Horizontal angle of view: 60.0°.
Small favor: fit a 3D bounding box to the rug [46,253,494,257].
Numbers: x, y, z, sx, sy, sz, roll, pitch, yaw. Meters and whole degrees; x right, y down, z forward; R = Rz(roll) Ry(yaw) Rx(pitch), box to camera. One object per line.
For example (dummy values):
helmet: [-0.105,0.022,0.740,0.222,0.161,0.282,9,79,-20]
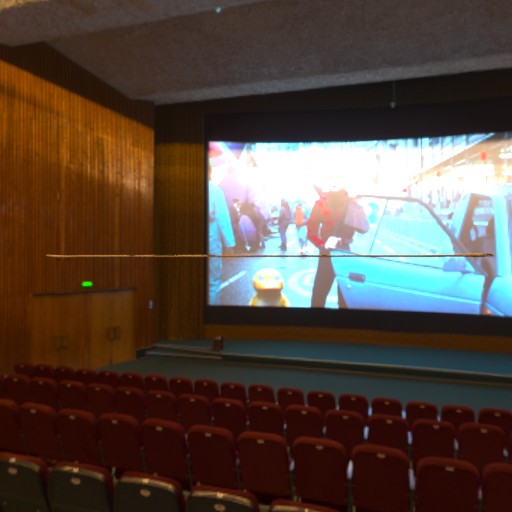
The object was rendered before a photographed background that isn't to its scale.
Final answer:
rug: [0.000,0.000,2.517,2.301,0.017,0.692,0,0,17]
